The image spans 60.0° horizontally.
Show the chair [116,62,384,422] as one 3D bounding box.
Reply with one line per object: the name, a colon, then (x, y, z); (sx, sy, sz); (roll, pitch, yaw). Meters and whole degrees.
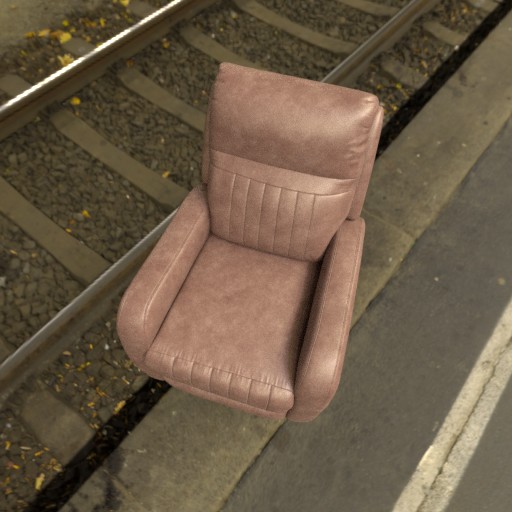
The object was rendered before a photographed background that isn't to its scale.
chair: (0.000, 0.000, 1.816); (0.865, 1.067, 1.067); (15, 60, 9)
